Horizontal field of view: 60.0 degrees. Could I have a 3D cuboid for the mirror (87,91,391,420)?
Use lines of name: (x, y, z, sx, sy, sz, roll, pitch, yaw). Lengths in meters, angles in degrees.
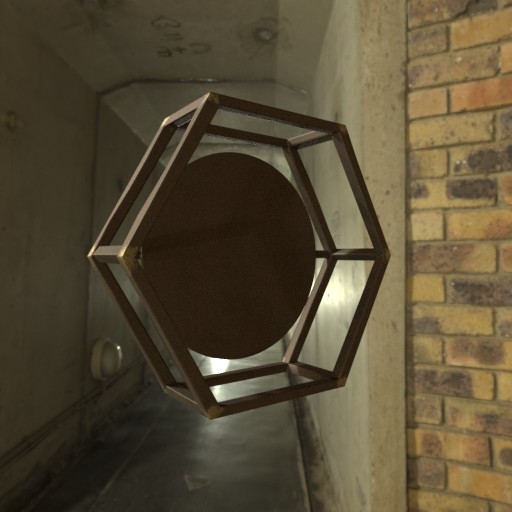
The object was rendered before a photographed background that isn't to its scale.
mirror: (0.000, 0.000, 0.555, 0.380, 0.334, 0.119, 0, 0, -36)
